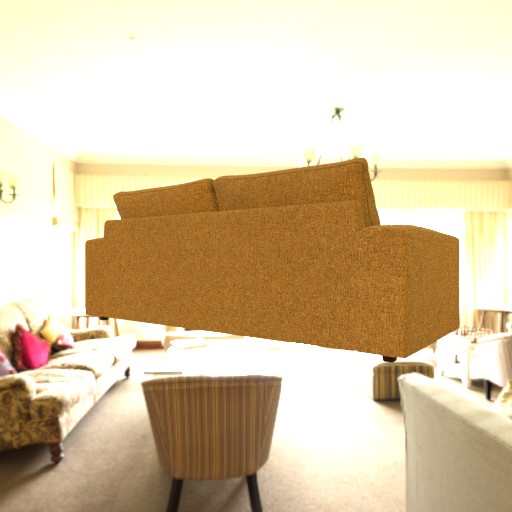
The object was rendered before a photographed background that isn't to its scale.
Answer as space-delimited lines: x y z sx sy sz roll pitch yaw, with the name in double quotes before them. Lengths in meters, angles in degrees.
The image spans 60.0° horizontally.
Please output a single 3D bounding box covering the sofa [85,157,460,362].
"sofa" 0.000 0.000 2.907 2.299 0.922 1.040 0 0 37
